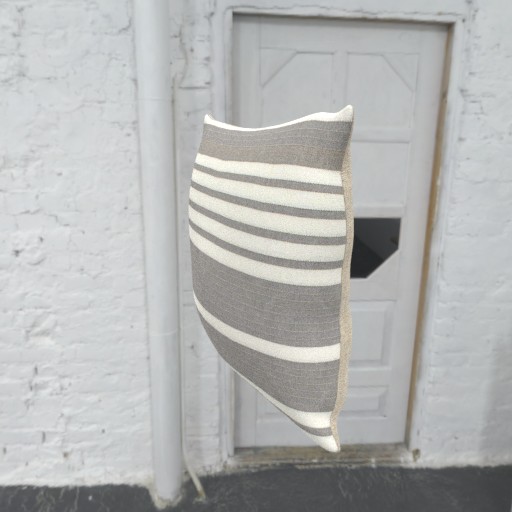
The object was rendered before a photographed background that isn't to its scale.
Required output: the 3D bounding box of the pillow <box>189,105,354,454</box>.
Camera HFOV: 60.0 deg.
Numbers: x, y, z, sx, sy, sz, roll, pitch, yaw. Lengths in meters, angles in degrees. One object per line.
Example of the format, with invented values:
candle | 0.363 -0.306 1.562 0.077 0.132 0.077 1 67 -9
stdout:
pillow | 0.000 0.000 0.697 0.182 0.440 0.439 -7 17 -26
